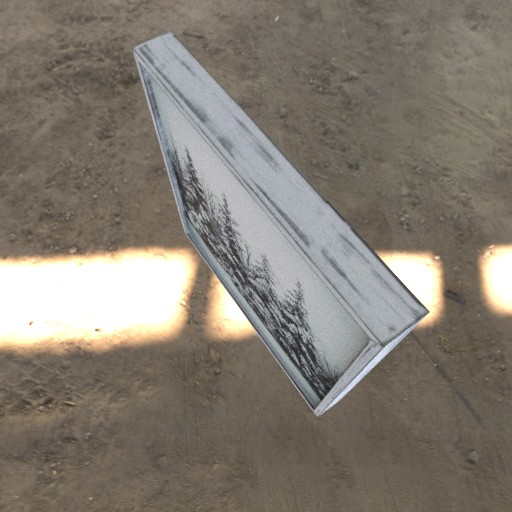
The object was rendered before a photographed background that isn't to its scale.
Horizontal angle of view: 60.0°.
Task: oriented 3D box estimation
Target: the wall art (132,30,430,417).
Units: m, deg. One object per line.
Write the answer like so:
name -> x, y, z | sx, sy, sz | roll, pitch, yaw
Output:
wall art -> 0.000, 0.000, 0.445 | 0.036, 0.303, 0.303 | -32, 67, -15
